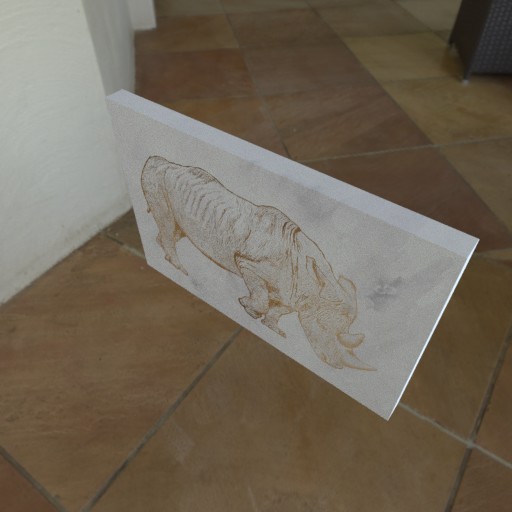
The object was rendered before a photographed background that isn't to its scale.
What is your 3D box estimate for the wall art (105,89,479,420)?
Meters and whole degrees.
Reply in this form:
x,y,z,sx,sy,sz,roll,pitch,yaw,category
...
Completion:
x,y,z,sx,sy,sz,roll,pitch,yaw,category
0.000,0.000,0.766,0.609,0.407,0.038,29,52,25,wall art
